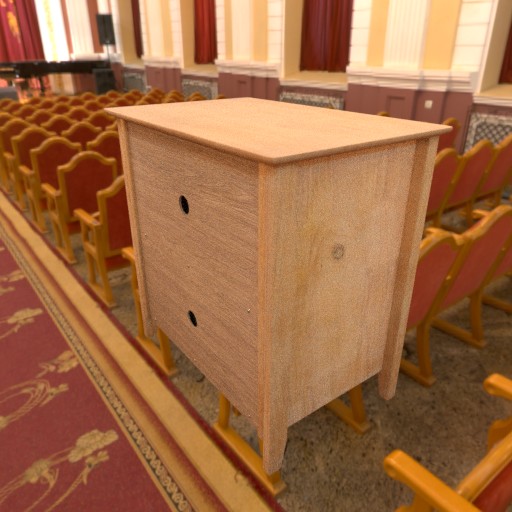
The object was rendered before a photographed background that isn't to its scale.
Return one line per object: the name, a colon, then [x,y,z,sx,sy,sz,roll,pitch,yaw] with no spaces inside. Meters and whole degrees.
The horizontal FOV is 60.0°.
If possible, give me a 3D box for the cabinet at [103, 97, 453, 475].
cabinet: [0.000,0.000,1.255,0.503,0.762,0.763,-18,30,-33]
